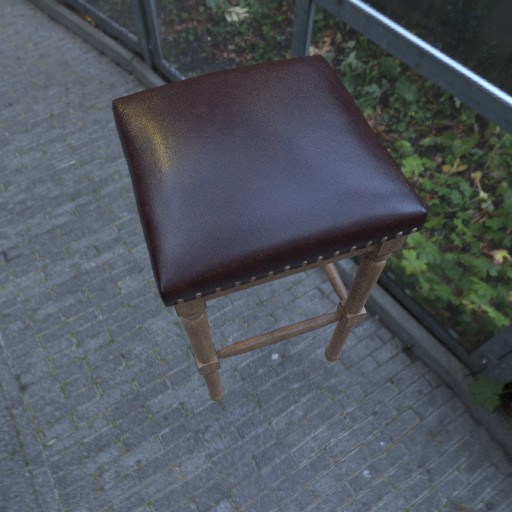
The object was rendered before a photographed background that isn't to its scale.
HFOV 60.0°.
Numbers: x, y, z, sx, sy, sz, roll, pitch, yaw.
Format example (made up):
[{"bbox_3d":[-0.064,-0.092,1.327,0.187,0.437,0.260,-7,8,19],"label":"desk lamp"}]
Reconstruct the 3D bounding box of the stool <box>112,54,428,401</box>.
[{"bbox_3d":[0.000,0.000,0.927,0.383,0.702,0.382,-16,60,-10],"label":"stool"}]
